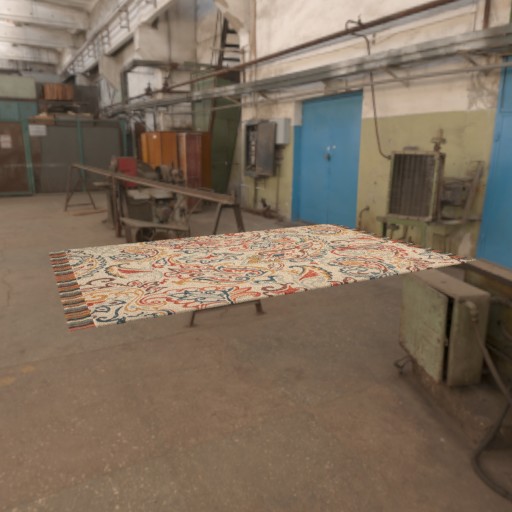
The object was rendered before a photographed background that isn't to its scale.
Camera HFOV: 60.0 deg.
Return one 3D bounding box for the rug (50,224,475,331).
[{"bbox_3d":[0.000,0.000,2.407,1.997,0.010,1.218,-7,16,-26],"label":"rug"}]
